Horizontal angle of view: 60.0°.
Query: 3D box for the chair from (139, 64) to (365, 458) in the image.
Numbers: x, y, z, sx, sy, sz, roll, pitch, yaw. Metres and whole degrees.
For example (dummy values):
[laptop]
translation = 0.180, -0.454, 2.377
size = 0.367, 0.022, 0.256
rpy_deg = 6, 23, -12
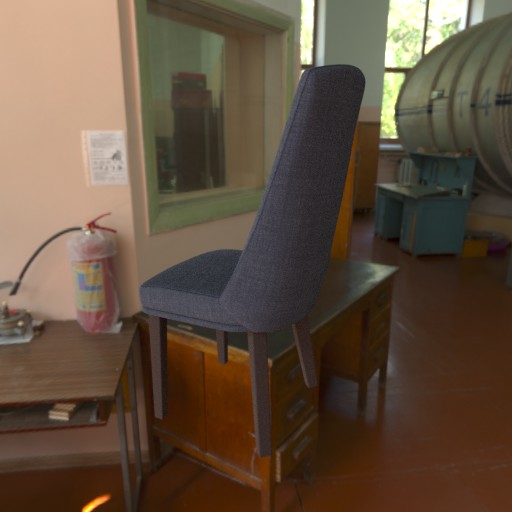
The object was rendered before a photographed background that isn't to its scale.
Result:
[chair]
translation = 0.000, 0.000, 1.369
size = 0.577, 1.050, 0.510
rpy_deg = 8, 17, 26
